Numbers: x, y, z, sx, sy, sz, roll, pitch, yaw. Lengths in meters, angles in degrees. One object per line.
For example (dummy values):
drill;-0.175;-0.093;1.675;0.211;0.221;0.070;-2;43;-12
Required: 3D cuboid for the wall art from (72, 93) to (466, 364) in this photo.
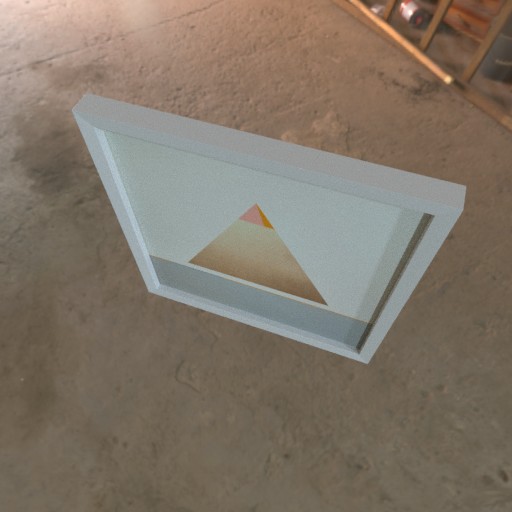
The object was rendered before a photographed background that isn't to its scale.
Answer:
wall art;0.000;0.000;1.948;1.289;1.291;0.098;17;59;11
